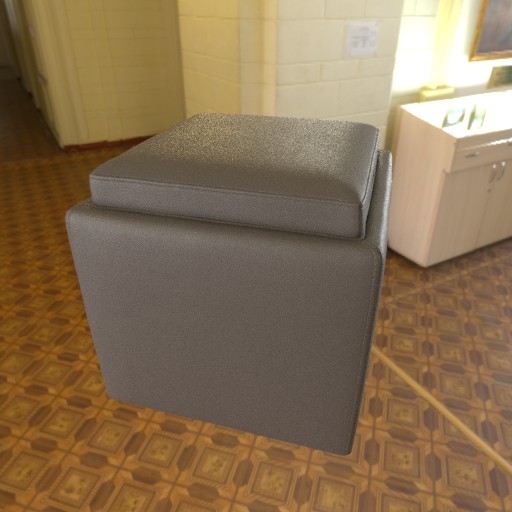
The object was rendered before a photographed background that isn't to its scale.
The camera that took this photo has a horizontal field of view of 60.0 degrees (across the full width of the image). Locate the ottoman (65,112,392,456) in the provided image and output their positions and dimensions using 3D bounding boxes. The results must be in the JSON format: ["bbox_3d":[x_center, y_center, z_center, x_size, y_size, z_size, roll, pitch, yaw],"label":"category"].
[{"bbox_3d":[0.000,0.000,0.824,0.450,0.460,0.451,8,31,14],"label":"ottoman"}]
